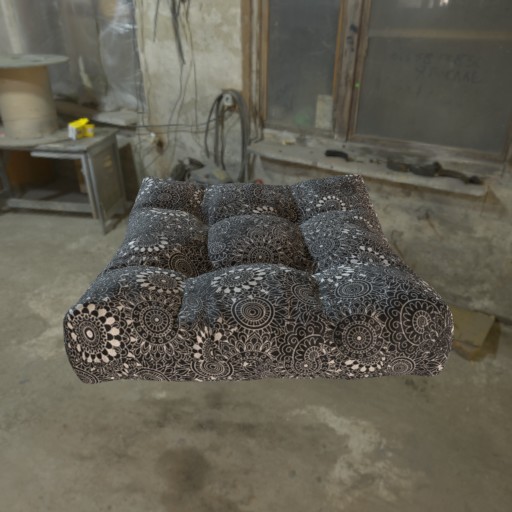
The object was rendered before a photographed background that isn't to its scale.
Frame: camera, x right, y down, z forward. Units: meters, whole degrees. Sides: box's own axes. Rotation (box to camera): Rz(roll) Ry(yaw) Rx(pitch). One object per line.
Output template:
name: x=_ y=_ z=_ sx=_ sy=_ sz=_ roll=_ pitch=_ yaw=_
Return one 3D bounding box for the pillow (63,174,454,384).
pillow: x=0.000 y=0.000 z=0.720 sx=0.468 sy=0.128 sz=0.490 roll=-1 pitch=29 yaw=-2
